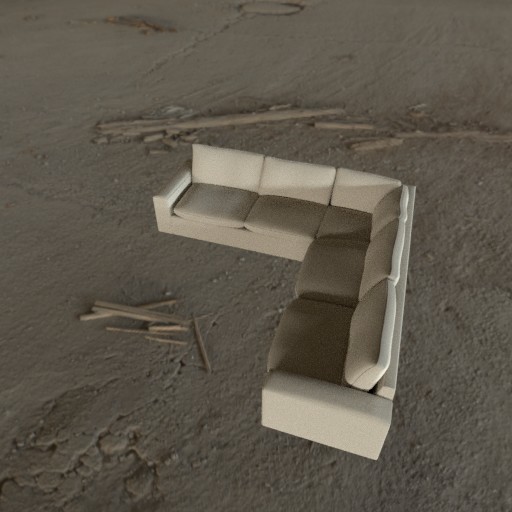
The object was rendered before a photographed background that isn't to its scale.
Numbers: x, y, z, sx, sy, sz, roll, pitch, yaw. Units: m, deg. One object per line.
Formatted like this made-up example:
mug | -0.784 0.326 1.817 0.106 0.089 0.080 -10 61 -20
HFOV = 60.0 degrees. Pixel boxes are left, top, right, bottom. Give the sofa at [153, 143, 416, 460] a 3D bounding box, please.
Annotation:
sofa | 0.000 0.000 4.751 3.066 0.918 3.206 12 42 14
